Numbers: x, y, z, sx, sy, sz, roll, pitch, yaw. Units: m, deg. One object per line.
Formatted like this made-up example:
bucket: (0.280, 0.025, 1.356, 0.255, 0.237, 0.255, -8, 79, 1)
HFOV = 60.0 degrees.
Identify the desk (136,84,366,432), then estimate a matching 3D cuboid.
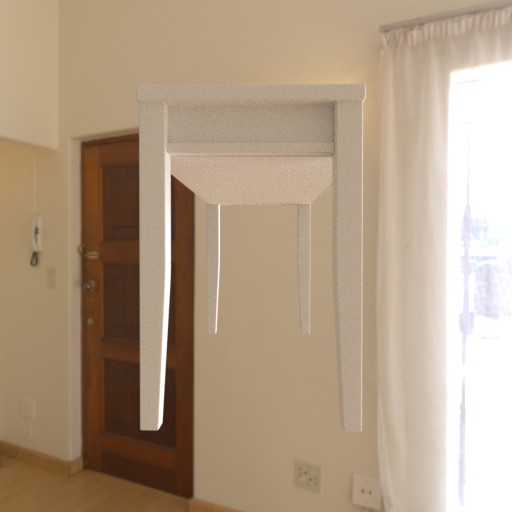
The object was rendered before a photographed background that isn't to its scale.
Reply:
desk: (0.000, 0.000, 1.592, 0.508, 0.775, 1.220, 0, 1, 1)
